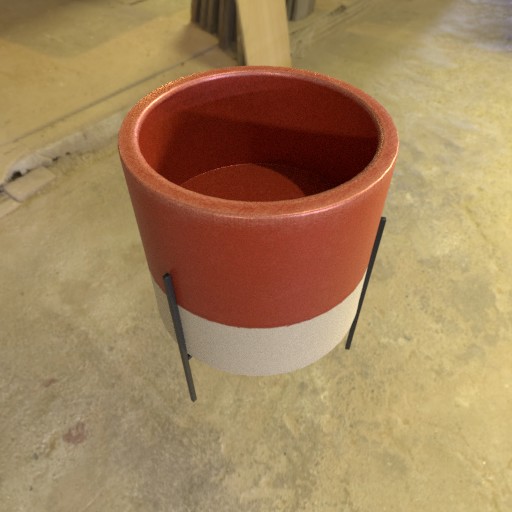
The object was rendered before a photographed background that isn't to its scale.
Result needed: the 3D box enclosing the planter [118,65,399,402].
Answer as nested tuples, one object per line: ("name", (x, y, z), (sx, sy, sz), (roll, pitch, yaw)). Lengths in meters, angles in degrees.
("planter", (0.000, 0.000, 0.712), (0.345, 0.465, 0.354), (31, 54, 26))
